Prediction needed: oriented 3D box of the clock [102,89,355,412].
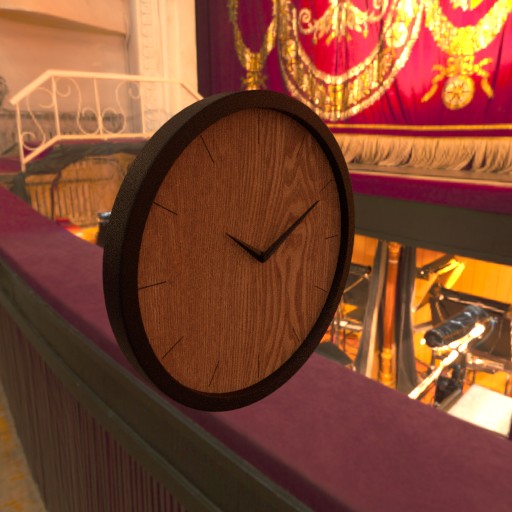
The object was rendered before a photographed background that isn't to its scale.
[{"bbox_3d":[0.000,0.000,0.447,0.314,0.314,0.029,-15,21,-43],"label":"clock"}]
